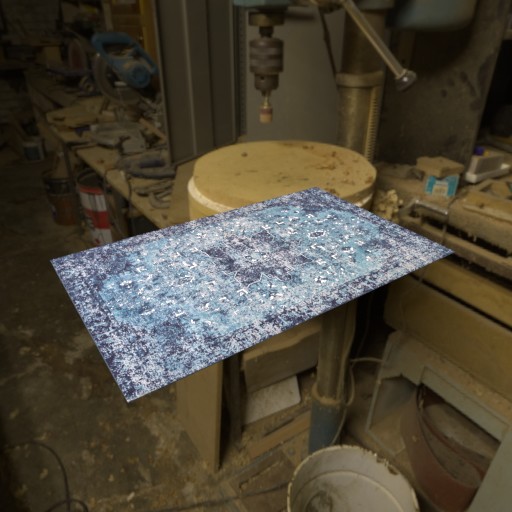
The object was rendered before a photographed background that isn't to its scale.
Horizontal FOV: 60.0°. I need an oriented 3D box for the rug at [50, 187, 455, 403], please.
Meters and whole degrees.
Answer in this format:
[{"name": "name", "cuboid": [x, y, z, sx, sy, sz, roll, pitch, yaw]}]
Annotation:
[{"name": "rug", "cuboid": [0.000, 0.000, 3.140, 2.440, 0.007, 1.525, -19, 35, -29]}]
